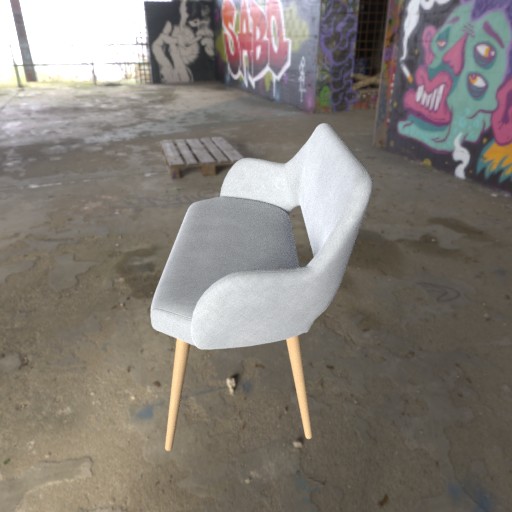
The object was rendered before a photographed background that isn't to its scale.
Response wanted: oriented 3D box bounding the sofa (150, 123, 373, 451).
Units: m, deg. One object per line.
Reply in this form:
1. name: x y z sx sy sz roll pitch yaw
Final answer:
1. sofa: 0.000 0.000 1.650 0.610 0.840 1.150 0 26 0
